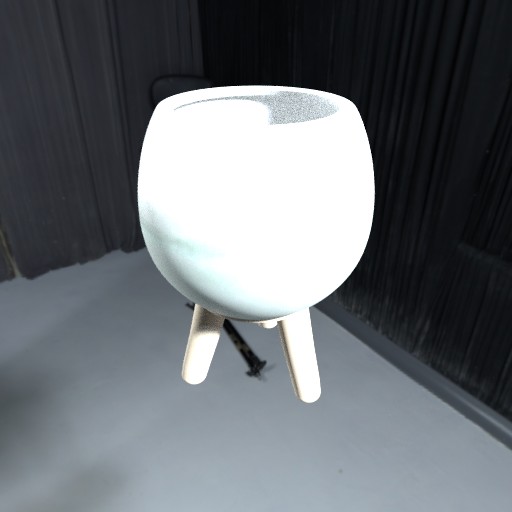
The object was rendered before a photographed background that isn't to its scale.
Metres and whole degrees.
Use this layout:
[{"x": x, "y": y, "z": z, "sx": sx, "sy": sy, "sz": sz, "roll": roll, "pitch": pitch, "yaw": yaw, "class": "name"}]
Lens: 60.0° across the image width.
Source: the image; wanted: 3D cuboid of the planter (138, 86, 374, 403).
[{"x": 0.000, "y": 0.000, "z": 0.336, "sx": 0.161, "sy": 0.224, "sz": 0.161, "roll": 0, "pitch": 31, "yaw": 0, "class": "planter"}]
